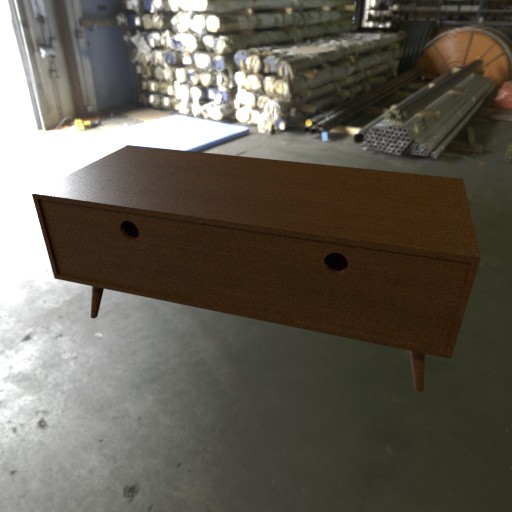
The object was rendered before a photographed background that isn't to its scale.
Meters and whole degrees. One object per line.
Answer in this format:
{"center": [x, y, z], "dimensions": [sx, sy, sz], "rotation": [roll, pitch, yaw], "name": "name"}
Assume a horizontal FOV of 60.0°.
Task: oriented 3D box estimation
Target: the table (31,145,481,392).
{"center": [0.000, 0.000, 1.368], "dimensions": [1.119, 0.464, 0.490], "rotation": [9, 31, 15], "name": "table"}
